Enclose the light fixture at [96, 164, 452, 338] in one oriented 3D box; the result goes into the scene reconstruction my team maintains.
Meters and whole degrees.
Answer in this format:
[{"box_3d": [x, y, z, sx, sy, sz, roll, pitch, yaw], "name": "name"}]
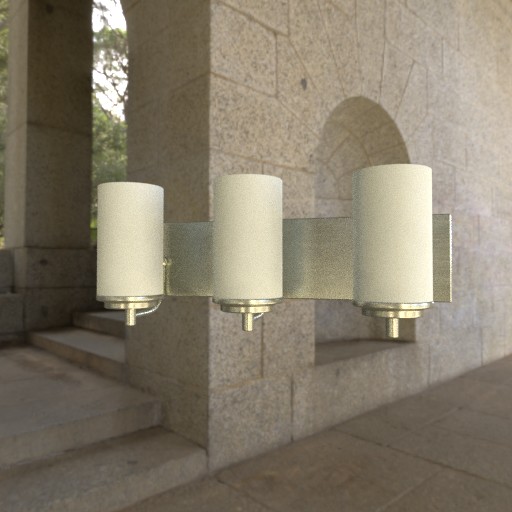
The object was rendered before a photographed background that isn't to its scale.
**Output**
[{"box_3d": [0.000, 0.000, 0.540, 0.451, 0.172, 0.145, 0, -1, 17], "name": "light fixture"}]
